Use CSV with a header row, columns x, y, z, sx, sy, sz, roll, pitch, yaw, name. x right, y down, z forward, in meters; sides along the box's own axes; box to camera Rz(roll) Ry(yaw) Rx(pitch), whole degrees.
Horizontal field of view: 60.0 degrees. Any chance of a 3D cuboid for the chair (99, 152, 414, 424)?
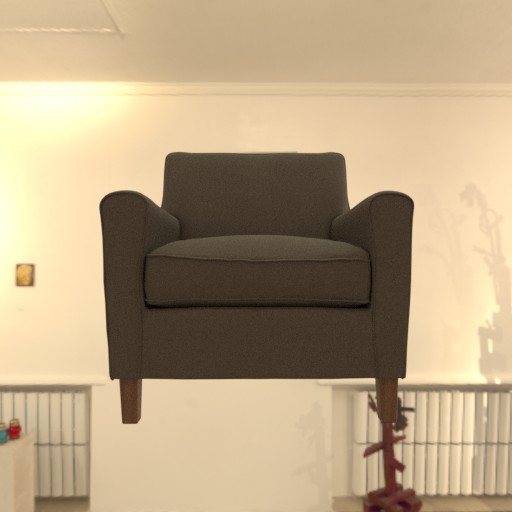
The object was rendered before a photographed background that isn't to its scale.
x,y,z,sx,sy,sz,roll,pitch,yaw,name
0.000,0.000,1.579,0.836,0.911,0.831,0,0,-1,chair
